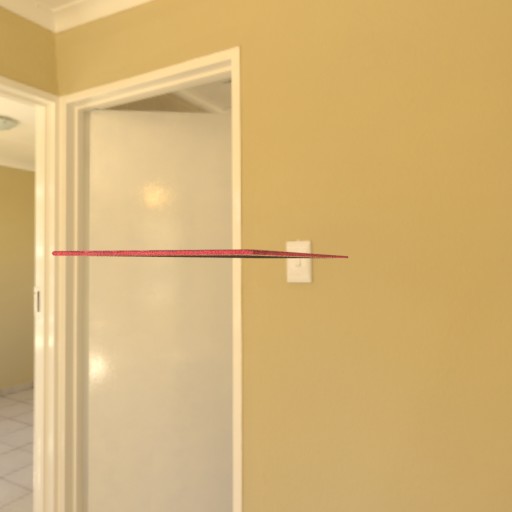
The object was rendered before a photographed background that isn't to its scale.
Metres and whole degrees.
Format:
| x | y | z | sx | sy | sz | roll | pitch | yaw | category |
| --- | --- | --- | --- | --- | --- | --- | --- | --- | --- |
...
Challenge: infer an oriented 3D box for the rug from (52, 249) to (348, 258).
| x | y | z | sx | sy | sz | roll | pitch | yaw | category |
| --- | --- | --- | --- | --- | --- | --- | --- | --- | --- |
| 0.000 | 0.000 | 2.702 | 0.813 | 0.018 | 2.439 | 0 | -1 | 19 | rug |
